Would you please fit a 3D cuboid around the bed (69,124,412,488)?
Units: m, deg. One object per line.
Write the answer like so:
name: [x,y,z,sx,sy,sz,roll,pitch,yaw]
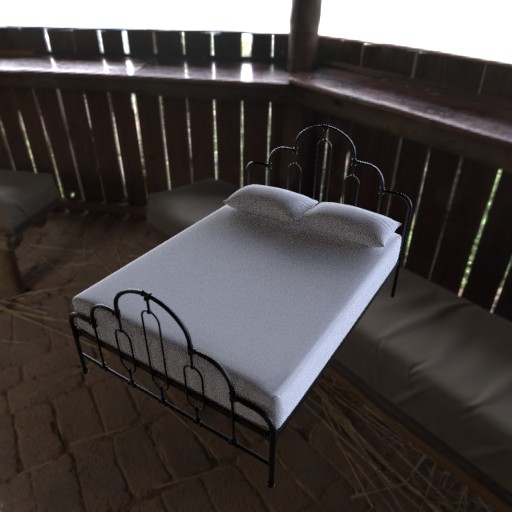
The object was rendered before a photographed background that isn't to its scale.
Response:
bed: [0.000,0.000,3.275,1.626,1.444,2.181,19,36,28]
